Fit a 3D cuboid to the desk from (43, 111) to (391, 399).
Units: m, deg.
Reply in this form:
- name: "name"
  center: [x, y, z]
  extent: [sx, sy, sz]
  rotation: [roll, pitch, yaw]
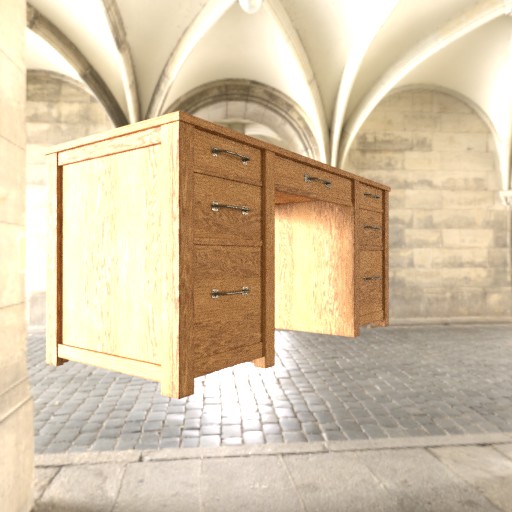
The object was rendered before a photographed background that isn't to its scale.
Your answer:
- name: "desk"
  center: [0.000, 0.000, 1.969]
  extent: [0.685, 0.751, 1.567]
  rotation: [0, 0, 36]
